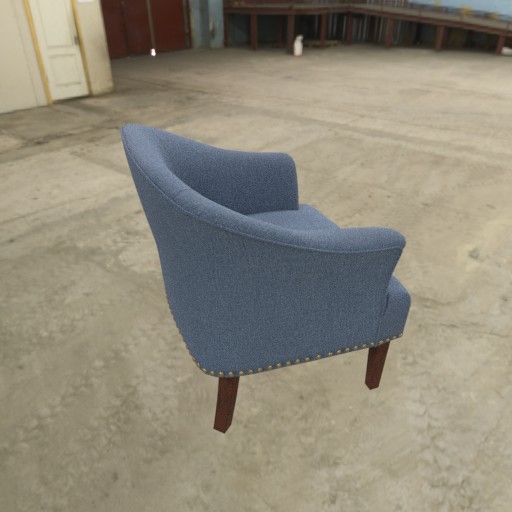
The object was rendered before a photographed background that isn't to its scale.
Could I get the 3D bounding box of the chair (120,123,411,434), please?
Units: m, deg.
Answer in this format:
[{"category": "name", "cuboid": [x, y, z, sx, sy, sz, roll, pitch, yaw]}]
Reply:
[{"category": "chair", "cuboid": [0.000, 0.000, 1.411, 0.704, 0.815, 0.772, -11, 32, -17]}]
